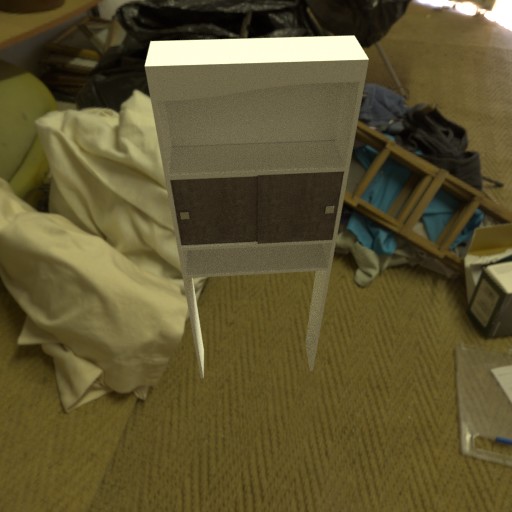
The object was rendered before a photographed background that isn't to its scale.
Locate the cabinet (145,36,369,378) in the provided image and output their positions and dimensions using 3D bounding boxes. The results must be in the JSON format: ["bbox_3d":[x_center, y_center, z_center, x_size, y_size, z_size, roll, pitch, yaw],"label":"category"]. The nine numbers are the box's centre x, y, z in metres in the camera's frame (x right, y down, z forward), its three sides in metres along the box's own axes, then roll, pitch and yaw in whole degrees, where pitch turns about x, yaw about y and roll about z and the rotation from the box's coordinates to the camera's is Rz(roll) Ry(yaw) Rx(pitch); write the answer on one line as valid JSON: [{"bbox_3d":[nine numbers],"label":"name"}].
[{"bbox_3d":[0.000,0.000,1.965,0.643,1.770,0.192,-3,46,-3],"label":"cabinet"}]
